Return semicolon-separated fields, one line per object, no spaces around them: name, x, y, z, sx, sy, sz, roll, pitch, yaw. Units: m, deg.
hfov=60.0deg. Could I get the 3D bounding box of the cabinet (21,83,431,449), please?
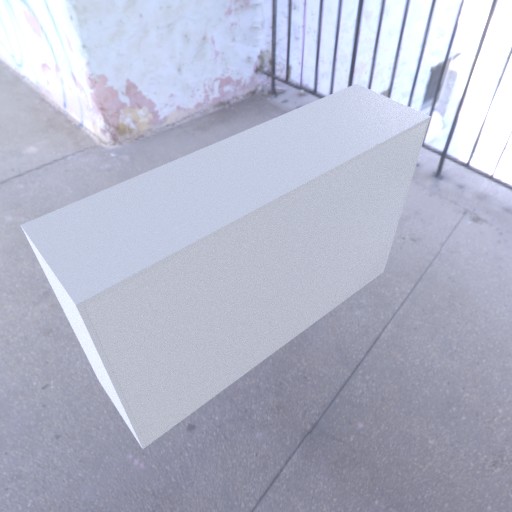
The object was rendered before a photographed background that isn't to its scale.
cabinet;0.000;0.000;1.820;1.450;0.900;0.380;-31;53;-27
